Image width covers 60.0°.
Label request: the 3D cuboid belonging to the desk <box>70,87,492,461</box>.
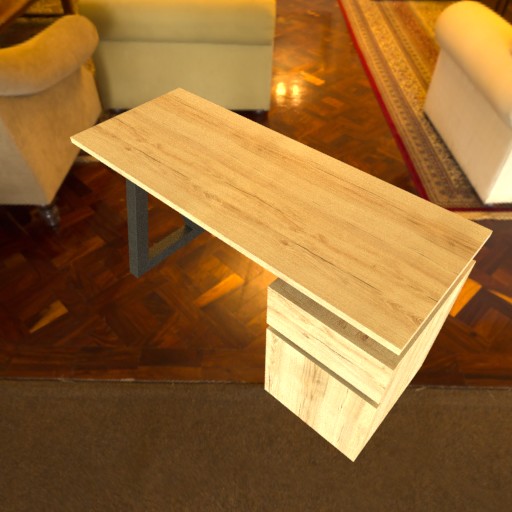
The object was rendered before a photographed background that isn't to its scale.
[{"bbox_3d":[0.000,0.000,1.775,1.400,0.760,0.550,33,54,27],"label":"desk"}]
